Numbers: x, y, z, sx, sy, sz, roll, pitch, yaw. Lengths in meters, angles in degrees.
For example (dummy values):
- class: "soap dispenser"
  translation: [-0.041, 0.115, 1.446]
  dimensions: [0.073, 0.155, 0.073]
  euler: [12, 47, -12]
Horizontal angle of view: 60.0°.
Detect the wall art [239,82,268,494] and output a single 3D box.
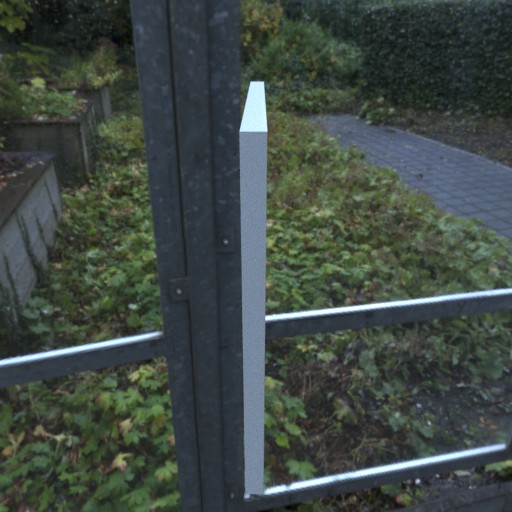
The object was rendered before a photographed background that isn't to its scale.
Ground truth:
- class: "wall art"
  translation: [0.000, 0.000, 0.669]
  dimensions: [0.023, 0.453, 0.455]
  euler: [0, 26, 0]
